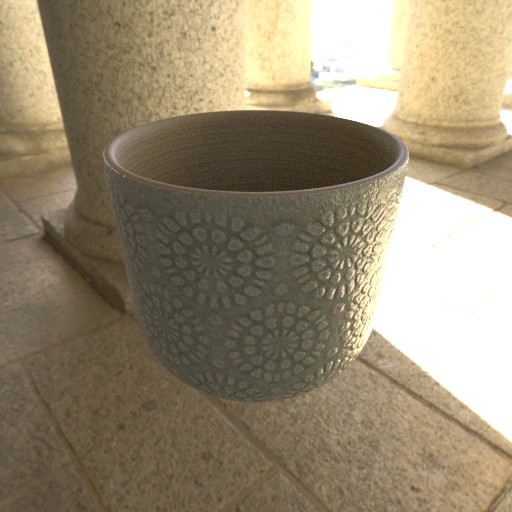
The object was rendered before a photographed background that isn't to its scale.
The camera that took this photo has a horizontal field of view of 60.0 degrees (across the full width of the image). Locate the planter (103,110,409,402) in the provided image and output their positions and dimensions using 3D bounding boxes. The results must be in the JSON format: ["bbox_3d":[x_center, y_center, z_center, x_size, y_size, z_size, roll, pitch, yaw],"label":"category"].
[{"bbox_3d":[0.000,0.000,0.292,0.169,0.153,0.169,0,30,0],"label":"planter"}]
